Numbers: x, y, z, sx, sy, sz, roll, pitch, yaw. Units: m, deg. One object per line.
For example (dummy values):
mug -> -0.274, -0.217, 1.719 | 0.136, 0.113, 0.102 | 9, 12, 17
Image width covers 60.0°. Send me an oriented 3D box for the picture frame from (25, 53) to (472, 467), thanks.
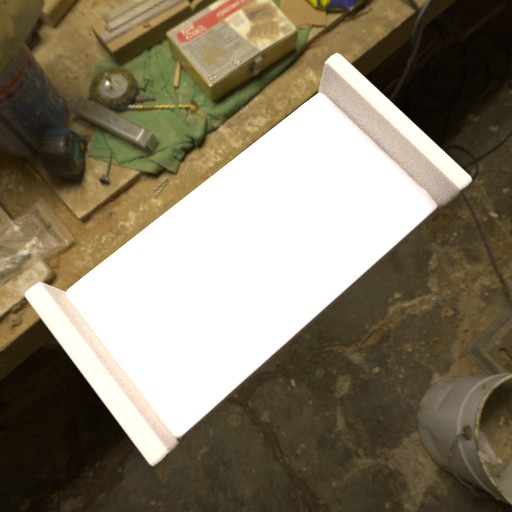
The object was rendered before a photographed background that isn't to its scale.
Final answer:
picture frame -> 0.000, 0.000, 2.703 | 2.161, 0.891, 1.069 | -40, 79, -9
